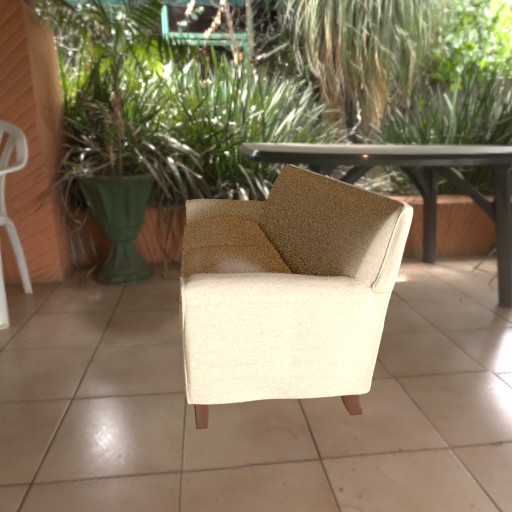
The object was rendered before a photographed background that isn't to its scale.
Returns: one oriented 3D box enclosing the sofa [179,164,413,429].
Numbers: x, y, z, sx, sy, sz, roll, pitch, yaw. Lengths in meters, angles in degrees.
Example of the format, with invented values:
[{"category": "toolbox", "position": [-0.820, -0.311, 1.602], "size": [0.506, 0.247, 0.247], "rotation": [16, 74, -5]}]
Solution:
[{"category": "sofa", "position": [0.000, 0.000, 2.549], "size": [0.841, 0.907, 2.001], "rotation": [-2, 16, -8]}]
